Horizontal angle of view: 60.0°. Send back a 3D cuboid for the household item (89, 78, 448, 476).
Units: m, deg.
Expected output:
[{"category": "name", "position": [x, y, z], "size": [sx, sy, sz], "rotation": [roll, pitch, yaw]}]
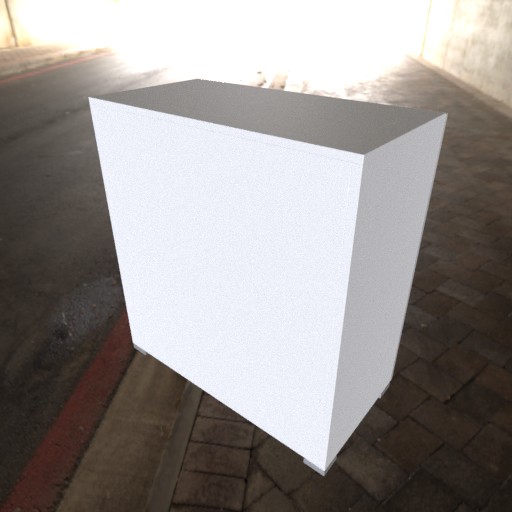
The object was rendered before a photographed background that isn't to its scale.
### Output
[{"category": "household item", "position": [0.000, 0.000, 1.314], "size": [0.800, 0.870, 0.420], "rotation": [22, 37, 33]}]
